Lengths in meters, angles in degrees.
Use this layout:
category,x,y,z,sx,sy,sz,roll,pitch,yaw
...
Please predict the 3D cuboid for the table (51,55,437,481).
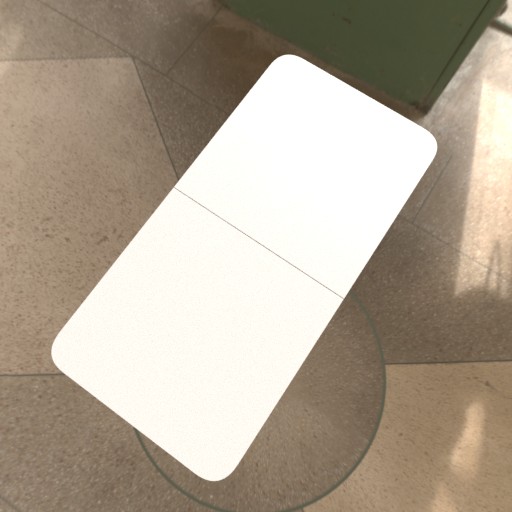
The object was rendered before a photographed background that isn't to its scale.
category,x,y,z,sx,sy,sz,roll,pitch,yaw
table,0.000,0.000,1.456,0.600,0.340,1.200,34,78,8
